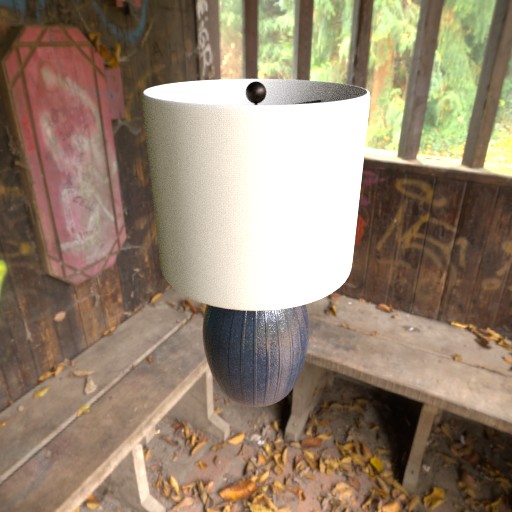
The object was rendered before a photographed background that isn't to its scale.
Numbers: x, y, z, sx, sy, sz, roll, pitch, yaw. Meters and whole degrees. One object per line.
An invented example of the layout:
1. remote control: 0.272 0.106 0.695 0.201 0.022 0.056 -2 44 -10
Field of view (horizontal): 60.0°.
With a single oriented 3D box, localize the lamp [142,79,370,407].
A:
1. lamp: 0.000 0.000 0.775 0.329 0.570 0.329 0 27 0
